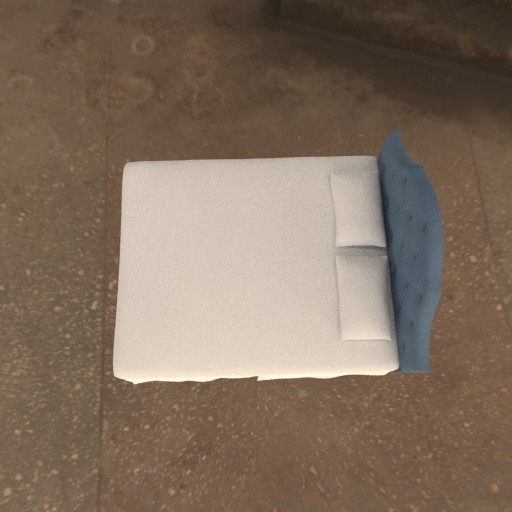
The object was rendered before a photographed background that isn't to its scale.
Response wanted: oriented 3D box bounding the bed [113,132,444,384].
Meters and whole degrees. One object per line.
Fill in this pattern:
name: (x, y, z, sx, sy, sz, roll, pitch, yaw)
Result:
bed: (0.000, 0.000, 3.714, 2.477, 1.617, 2.039, -2, 75, 0)
